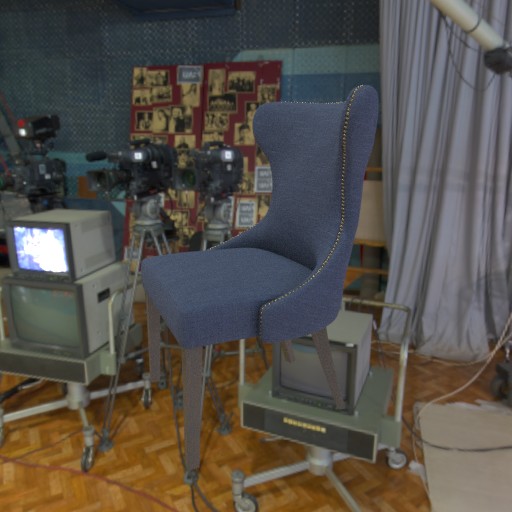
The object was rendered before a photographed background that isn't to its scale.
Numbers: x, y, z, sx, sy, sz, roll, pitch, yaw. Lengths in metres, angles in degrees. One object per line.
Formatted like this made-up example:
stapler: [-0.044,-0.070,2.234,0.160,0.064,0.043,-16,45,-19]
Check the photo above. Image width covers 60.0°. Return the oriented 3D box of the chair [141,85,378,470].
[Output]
chair: [0.000,0.000,1.380,0.635,0.967,0.628,-6,15,-23]
